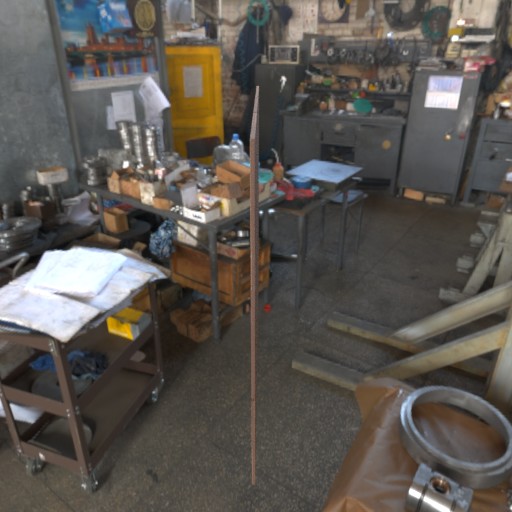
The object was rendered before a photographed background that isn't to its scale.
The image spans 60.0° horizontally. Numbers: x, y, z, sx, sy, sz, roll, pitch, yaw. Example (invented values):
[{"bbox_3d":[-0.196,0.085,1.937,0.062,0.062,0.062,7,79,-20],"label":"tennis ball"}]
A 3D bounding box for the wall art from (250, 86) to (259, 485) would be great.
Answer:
[{"bbox_3d":[0.000,0.000,2.324,0.014,1.525,1.527,0,26,1],"label":"wall art"}]
